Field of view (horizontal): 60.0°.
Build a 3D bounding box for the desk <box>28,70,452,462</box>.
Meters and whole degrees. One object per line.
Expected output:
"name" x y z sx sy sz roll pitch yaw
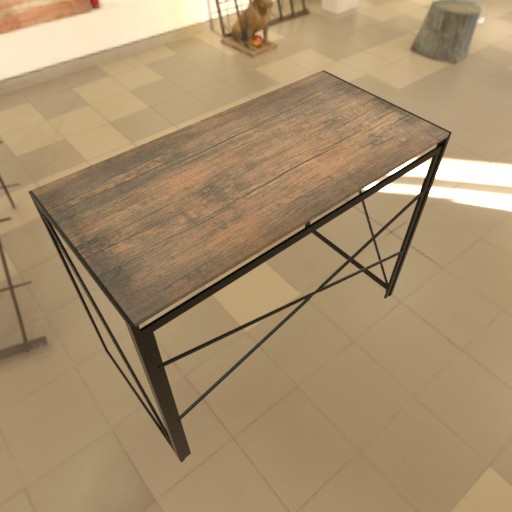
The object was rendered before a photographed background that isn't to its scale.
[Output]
"desk" 0.000 0.000 1.436 1.015 0.747 0.505 -31 55 -26
